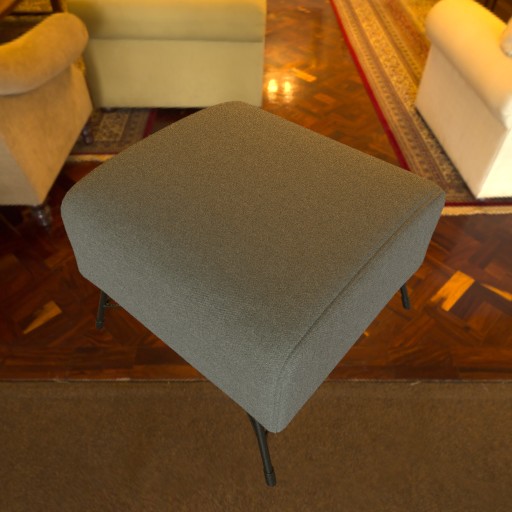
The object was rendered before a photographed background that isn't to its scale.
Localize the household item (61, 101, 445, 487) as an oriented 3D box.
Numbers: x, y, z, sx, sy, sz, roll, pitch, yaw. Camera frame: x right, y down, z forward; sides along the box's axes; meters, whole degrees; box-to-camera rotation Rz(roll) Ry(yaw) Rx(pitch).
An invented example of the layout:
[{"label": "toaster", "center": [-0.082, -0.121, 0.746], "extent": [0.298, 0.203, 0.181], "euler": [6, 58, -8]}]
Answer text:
[{"label": "household item", "center": [0.000, 0.000, 0.891], "extent": [0.530, 0.410, 0.530], "euler": [32, 54, 27]}]
